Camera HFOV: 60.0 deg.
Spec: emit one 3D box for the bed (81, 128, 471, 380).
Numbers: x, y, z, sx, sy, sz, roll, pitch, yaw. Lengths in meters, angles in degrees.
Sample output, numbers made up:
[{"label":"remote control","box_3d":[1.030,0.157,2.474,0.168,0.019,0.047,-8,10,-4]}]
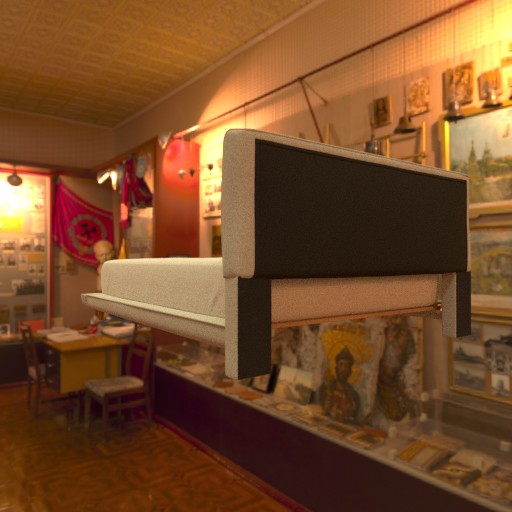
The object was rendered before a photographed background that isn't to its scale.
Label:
[{"label":"bed","box_3d":[0.000,0.000,3.458,1.980,1.126,2.498,0,-1,-36]}]
